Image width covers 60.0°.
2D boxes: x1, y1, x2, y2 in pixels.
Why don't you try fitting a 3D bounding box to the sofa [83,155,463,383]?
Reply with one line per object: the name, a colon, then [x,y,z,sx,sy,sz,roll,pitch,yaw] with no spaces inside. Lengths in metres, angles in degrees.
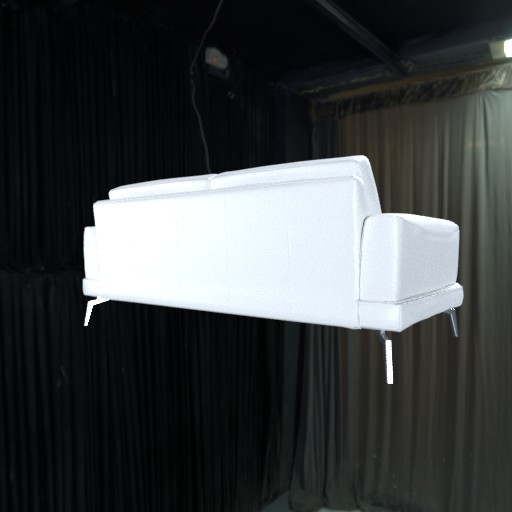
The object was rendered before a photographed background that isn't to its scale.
sofa: [0.000,0.000,2.731,2.177,0.930,1.121,1,2,37]
